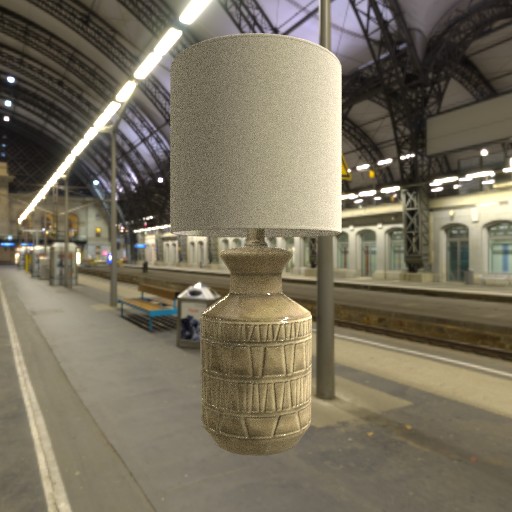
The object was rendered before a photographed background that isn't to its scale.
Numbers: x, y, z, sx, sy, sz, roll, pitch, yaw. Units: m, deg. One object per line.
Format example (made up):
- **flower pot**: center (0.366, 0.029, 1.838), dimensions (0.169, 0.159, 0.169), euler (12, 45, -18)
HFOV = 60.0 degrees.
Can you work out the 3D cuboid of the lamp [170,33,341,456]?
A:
- **lamp**: center (0.000, 0.000, 0.557), dimensions (0.211, 0.455, 0.211), euler (0, 0, 38)
